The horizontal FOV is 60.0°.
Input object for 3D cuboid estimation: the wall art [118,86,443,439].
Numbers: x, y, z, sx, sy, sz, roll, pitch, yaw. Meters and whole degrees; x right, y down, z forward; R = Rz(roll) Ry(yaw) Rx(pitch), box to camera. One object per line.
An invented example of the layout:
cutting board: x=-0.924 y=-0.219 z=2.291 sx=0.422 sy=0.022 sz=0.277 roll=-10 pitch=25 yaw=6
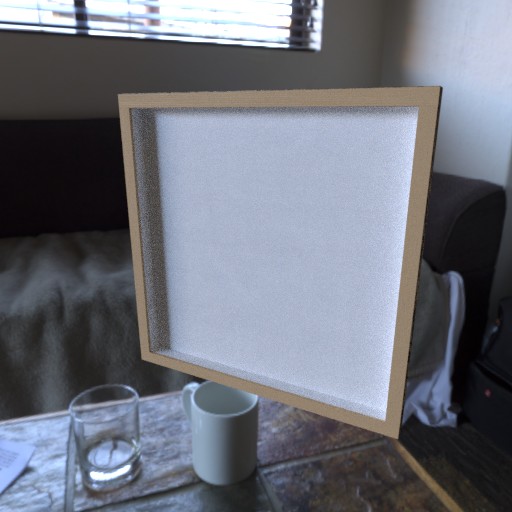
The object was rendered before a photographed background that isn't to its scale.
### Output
wall art: x=0.000 y=0.000 z=0.875 sx=0.612 sy=0.612 sz=0.038 roll=9 pitch=20 yaw=26
